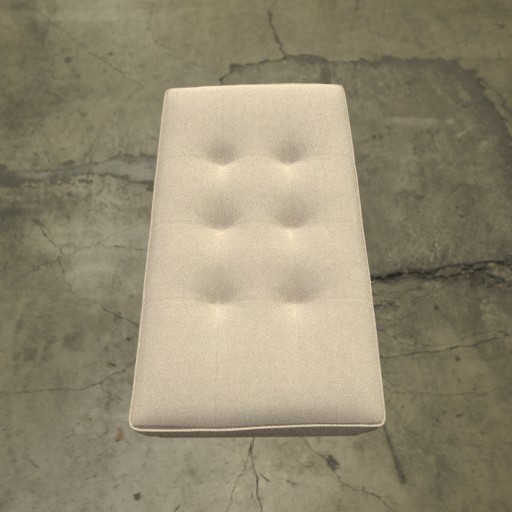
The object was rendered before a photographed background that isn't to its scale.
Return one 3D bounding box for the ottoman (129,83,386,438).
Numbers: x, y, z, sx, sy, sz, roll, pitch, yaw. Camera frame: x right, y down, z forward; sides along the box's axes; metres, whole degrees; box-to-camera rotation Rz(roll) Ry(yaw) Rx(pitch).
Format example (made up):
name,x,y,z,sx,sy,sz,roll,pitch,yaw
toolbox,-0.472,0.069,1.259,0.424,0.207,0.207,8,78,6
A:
name,x,y,z,sx,sy,sz,roll,pitch,yaw
ottoman,0.000,0.000,1.495,0.648,0.508,1.143,0,65,0
